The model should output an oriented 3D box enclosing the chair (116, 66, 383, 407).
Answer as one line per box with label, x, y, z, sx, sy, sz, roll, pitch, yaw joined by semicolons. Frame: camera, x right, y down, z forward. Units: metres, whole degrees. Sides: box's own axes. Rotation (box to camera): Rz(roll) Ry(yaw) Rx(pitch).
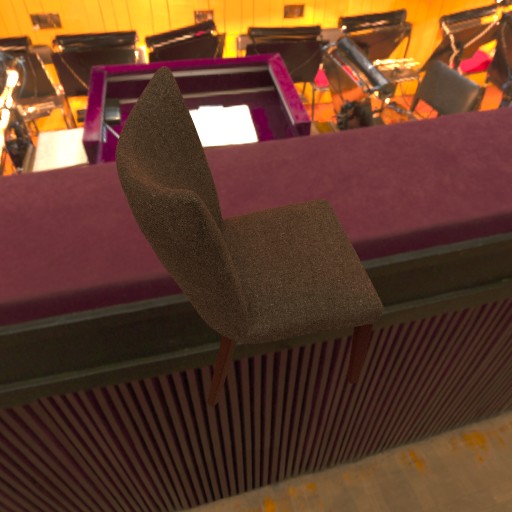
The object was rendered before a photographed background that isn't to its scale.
chair;0.000;0.000;1.289;0.623;0.924;0.535;-9;48;-9
